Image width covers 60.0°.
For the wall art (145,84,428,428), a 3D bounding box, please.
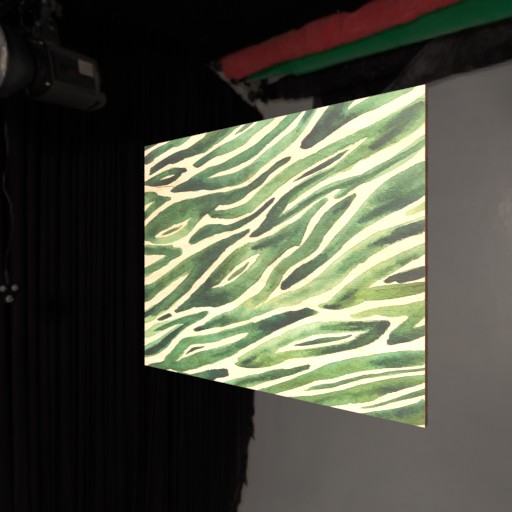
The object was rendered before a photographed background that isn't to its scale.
[{"bbox_3d":[0.000,0.000,0.682,0.508,0.408,0.012,0,0,36],"label":"wall art"}]
